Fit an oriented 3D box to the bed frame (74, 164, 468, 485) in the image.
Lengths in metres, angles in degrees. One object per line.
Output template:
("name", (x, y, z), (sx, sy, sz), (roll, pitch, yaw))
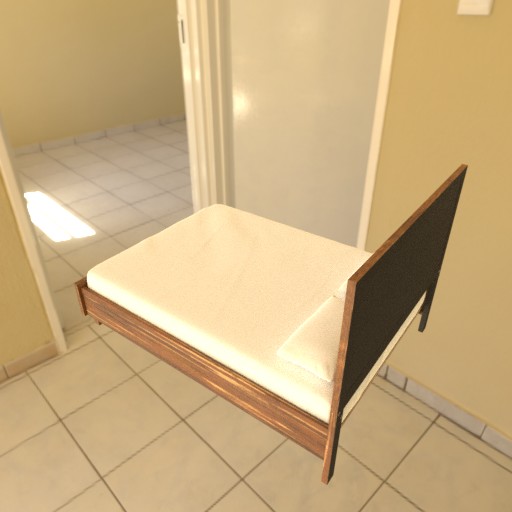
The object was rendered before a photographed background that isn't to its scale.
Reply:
("bed frame", (0.000, 0.000, 3.324), (2.276, 1.417, 1.696), (21, 37, 30))
